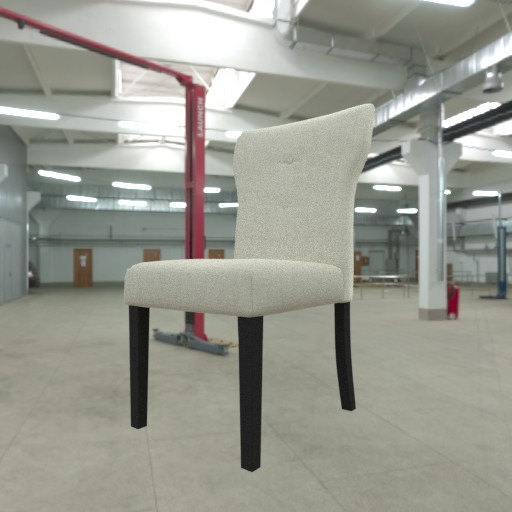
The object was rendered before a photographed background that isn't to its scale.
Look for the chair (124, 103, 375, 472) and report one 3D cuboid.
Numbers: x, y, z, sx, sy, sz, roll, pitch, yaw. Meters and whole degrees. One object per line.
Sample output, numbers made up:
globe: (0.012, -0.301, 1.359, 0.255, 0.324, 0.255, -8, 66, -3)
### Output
chair: (0.000, 0.000, 1.277, 0.509, 0.921, 0.597, 0, -1, 38)
